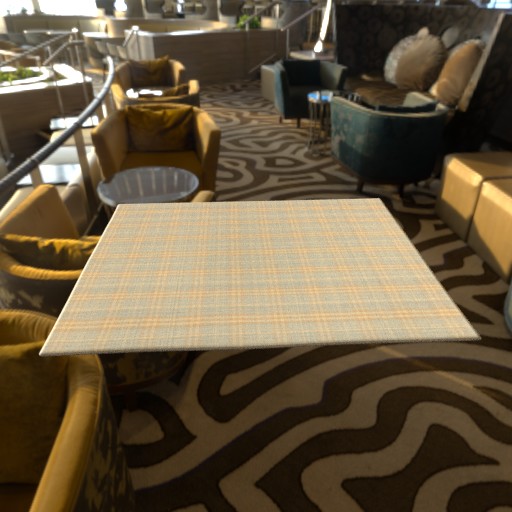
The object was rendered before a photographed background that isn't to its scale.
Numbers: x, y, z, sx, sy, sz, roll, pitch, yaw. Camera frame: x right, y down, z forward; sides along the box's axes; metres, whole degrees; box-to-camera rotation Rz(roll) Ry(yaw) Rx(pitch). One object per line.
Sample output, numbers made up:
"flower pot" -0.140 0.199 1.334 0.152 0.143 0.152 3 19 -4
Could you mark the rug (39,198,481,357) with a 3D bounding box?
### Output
"rug" 0.000 0.000 4.101 3.066 0.030 2.462 -2 31 -3
